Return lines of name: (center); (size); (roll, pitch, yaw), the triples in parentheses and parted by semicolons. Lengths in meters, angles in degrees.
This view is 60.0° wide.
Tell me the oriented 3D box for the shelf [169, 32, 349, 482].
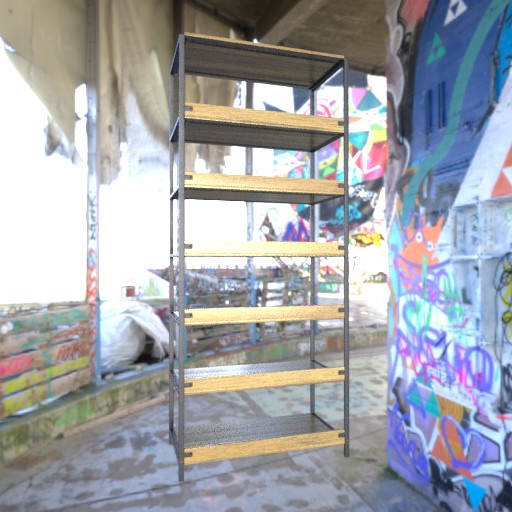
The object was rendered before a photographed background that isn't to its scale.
shelf: (0.000, 0.000, 2.309); (0.847, 2.015, 0.431); (0, -1, -17)
